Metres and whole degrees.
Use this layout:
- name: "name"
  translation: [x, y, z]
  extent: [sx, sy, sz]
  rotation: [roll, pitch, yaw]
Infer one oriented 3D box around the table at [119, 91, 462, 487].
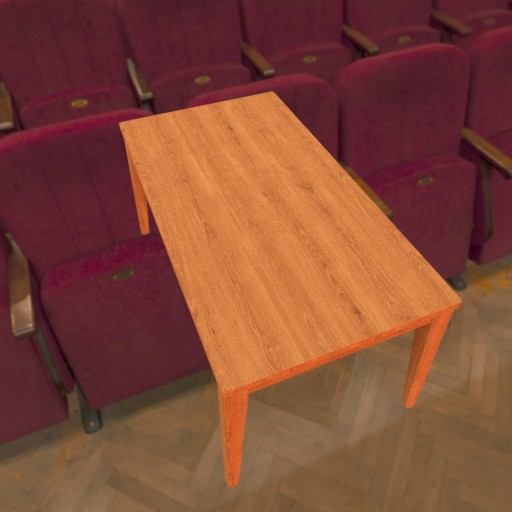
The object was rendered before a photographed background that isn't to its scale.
- name: "table"
  translation: [0.000, 0.000, 2.108]
  extent: [0.900, 0.760, 1.600]
  rotation: [-17, 50, -15]
